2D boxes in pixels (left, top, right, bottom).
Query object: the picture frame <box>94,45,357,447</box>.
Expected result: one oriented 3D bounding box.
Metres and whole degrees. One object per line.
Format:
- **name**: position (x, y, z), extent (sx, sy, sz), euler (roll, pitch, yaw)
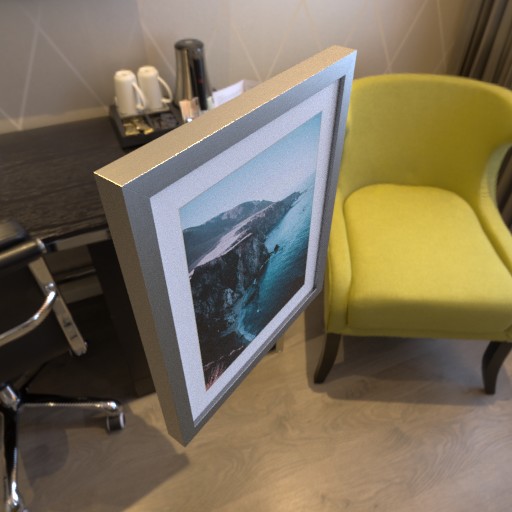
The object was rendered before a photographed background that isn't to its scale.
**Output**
- **picture frame**: position (0.000, 0.000, 1.319), extent (0.073, 0.968, 0.839), euler (27, 49, 26)
